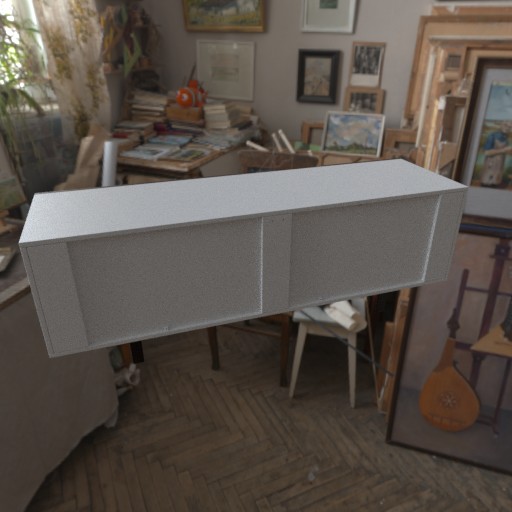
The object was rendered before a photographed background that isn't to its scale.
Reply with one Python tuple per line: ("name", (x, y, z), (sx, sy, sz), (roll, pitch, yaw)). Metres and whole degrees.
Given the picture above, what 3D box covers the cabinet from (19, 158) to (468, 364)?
("cabinet", (0.000, 0.000, 1.714), (1.499, 0.533, 0.431), (-9, 28, -16))
